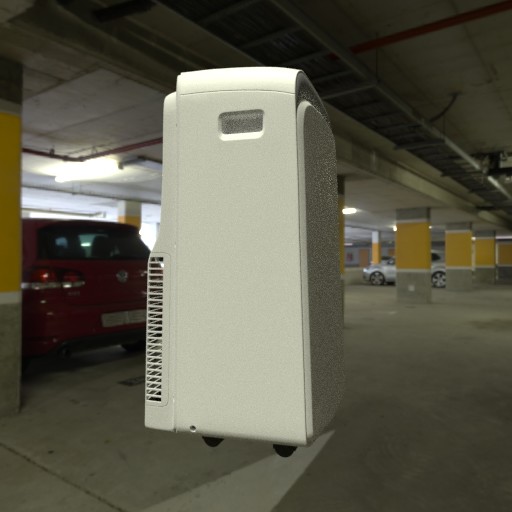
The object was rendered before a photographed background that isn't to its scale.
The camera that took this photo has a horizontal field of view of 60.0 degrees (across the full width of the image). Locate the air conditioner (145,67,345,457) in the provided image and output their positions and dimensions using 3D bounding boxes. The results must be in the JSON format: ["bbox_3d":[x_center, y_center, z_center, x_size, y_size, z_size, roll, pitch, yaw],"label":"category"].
[{"bbox_3d":[0.000,0.000,0.972,0.365,0.700,0.454,0,-1,18],"label":"air conditioner"}]
